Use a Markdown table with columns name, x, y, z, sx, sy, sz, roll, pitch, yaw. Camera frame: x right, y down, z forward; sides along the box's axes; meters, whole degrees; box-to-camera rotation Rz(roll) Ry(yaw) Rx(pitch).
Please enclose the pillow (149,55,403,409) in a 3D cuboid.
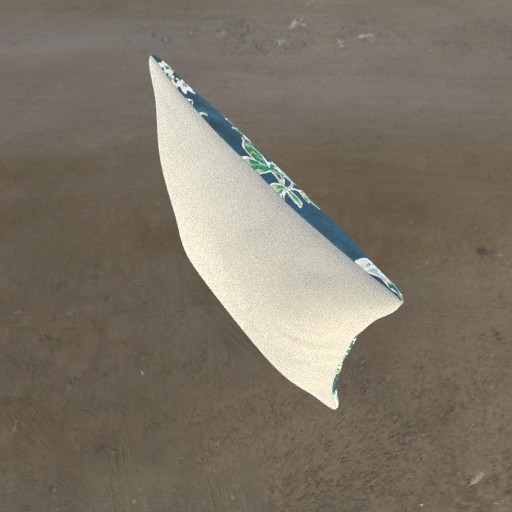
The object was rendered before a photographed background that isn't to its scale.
| name | x | y | z | sx | sy | sz | roll | pitch | yaw |
| --- | --- | --- | --- | --- | --- | --- | --- | --- | --- |
| pillow | 0.000 | 0.000 | 0.786 | 0.166 | 0.508 | 0.525 | -33 | 64 | -18 |
